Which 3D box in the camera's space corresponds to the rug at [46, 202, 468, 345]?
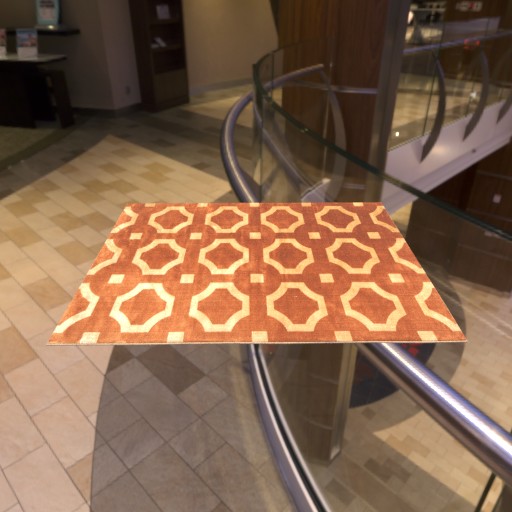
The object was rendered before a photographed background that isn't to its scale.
[{"bbox_3d":[0.000,0.000,4.254,3.049,0.021,2.466,0,31,-1],"label":"rug"}]
